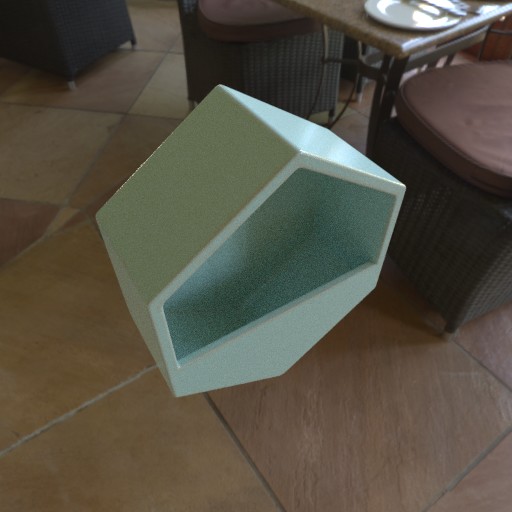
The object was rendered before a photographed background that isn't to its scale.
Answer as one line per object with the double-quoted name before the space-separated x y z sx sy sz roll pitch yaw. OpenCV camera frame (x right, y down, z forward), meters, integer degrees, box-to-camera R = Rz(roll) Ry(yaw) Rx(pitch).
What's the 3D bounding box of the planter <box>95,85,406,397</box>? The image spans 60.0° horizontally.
"planter" 0.000 0.000 0.296 0.169 0.207 0.078 -25 52 -21
